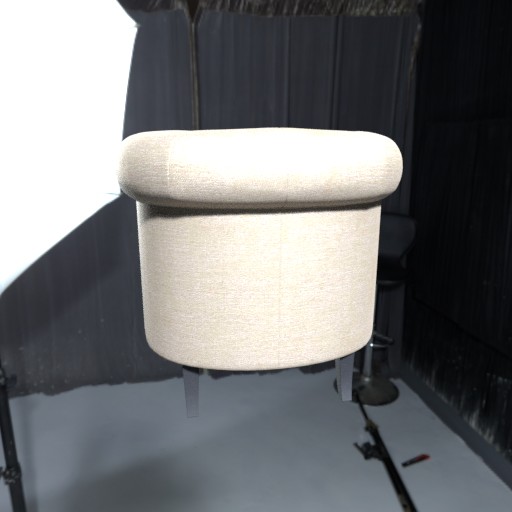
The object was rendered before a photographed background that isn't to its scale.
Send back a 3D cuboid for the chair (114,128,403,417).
[{"bbox_3d":[0.000,0.000,1.525,0.905,0.827,0.852,-3,14,-10],"label":"chair"}]
